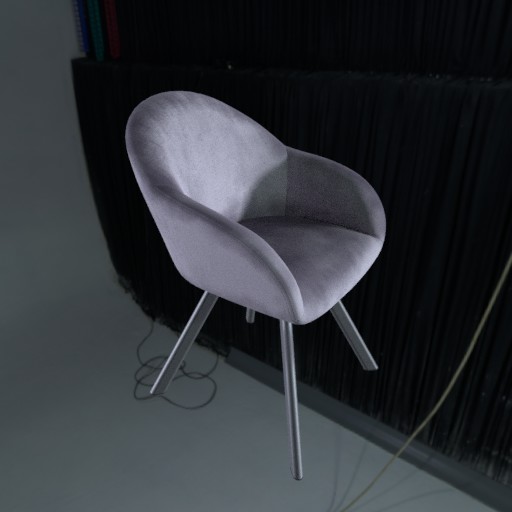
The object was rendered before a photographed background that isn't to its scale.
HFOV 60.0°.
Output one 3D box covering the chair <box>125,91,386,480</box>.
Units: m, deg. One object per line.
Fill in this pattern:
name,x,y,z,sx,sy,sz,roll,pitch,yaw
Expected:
chair,0.000,0.000,1.178,0.590,0.795,0.550,17,30,31
